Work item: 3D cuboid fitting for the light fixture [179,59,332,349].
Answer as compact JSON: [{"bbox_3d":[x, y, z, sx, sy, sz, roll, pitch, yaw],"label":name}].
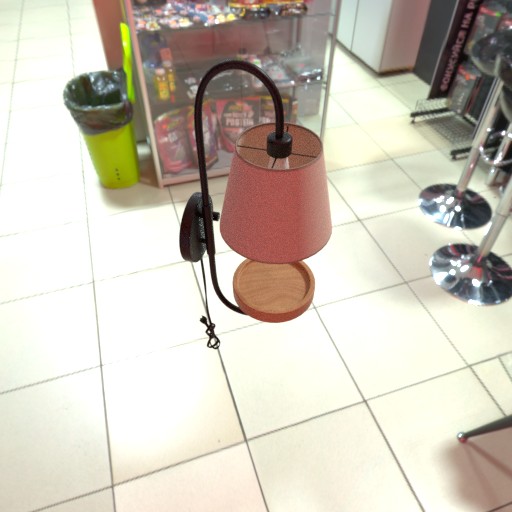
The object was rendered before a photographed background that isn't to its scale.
[{"bbox_3d":[0.000,0.000,0.946,0.299,0.821,0.220,11,47,10],"label":"light fixture"}]
